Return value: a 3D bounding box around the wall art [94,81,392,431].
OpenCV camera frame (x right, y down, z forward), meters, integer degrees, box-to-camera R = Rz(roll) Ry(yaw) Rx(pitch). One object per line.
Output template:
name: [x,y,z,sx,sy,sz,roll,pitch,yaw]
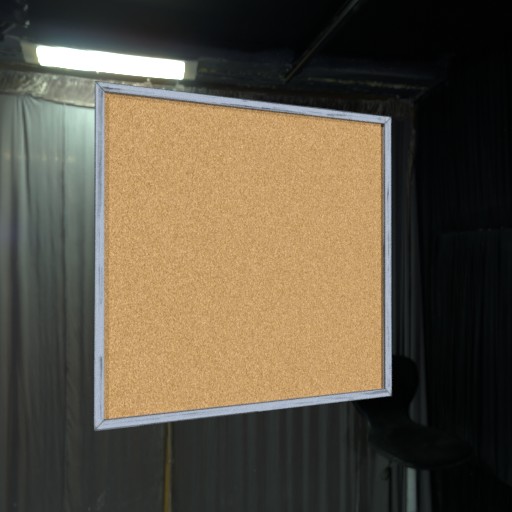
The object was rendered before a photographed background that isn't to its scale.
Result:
wall art: [0.000,0.000,0.739,0.506,0.506,0.038,0,0,-19]
